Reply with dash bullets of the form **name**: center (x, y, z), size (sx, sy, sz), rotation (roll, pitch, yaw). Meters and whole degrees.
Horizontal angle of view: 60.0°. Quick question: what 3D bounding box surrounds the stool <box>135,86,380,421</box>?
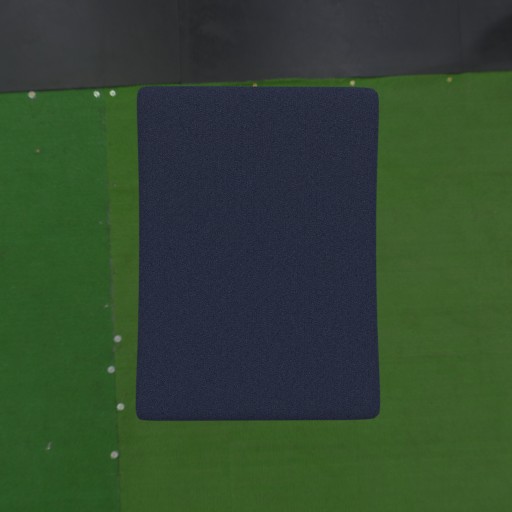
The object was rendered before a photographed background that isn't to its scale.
- **stool**: center (0.000, 0.000, 0.921), size (0.361, 0.642, 0.500), rotation (0, 89, -1)
